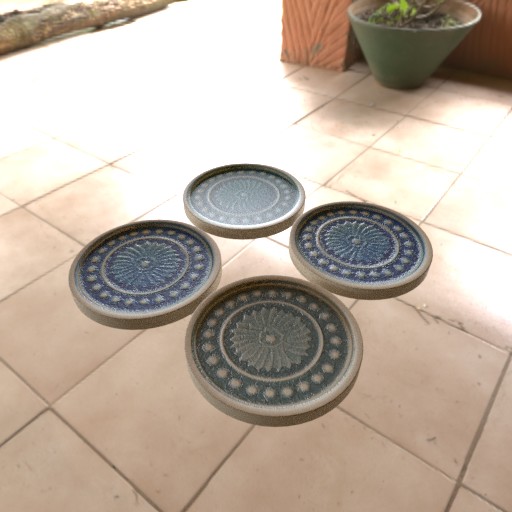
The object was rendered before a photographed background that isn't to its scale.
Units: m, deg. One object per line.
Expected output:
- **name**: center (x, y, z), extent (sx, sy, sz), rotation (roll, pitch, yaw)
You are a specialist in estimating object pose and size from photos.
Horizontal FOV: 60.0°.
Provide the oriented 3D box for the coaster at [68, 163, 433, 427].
- **coaster**: center (0.000, 0.000, 0.333), extent (0.220, 0.010, 0.224), rotation (26, 47, 27)
